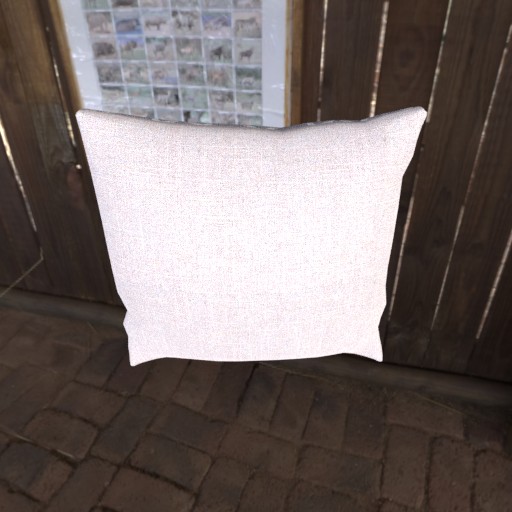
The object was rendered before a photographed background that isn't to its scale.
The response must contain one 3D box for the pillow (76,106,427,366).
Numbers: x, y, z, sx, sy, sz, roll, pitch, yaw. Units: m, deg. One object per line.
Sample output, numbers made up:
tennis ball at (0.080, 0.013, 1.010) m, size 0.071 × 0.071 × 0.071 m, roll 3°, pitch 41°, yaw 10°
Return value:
pillow at (0.000, 0.000, 0.764) m, size 0.508 × 0.498 × 0.215 m, roll -1°, pitch 31°, yaw -2°
